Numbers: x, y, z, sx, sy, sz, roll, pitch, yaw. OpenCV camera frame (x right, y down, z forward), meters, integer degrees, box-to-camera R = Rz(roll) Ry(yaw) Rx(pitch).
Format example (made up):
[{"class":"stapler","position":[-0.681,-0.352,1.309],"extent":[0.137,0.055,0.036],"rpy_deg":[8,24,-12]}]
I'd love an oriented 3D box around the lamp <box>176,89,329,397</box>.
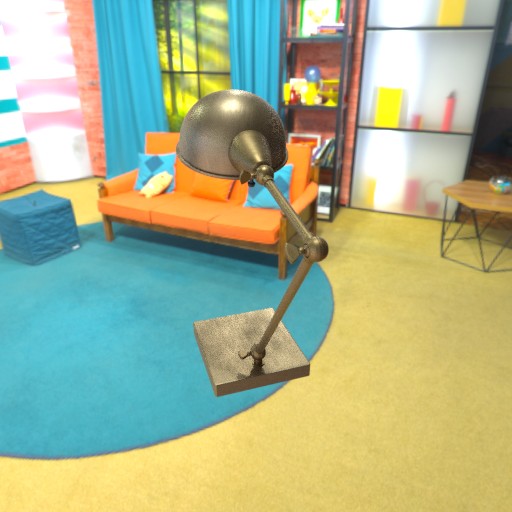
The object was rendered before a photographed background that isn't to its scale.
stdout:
[{"class":"lamp","position":[0.000,0.000,0.550],"extent":[0.149,0.371,0.339],"rpy_deg":[-8,27,-16]}]
